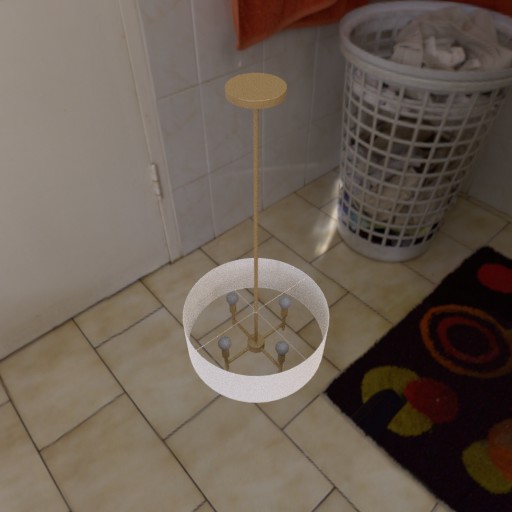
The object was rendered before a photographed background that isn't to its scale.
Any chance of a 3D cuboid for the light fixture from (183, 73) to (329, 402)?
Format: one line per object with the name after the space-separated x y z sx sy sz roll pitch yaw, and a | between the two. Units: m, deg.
0.000 0.000 1.350 0.508 1.067 0.508 0 46 0 | light fixture
